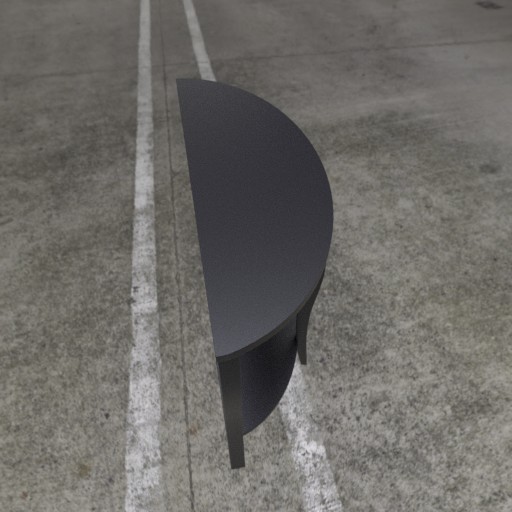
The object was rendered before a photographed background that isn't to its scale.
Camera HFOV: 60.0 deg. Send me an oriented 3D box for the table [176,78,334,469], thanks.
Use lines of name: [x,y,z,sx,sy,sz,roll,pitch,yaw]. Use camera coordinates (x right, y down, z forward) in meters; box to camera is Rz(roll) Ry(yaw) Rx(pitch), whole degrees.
table: [0.000,0.000,1.595,0.394,0.780,1.219,-8,48,-7]
